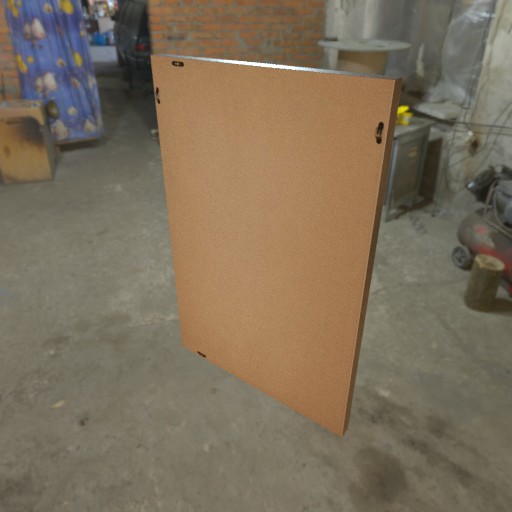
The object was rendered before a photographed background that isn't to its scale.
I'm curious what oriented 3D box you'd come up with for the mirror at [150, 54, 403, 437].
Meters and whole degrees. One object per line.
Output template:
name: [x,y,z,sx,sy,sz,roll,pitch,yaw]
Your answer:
mirror: [0.000,0.000,1.144,0.609,0.915,0.041,21,36,31]
